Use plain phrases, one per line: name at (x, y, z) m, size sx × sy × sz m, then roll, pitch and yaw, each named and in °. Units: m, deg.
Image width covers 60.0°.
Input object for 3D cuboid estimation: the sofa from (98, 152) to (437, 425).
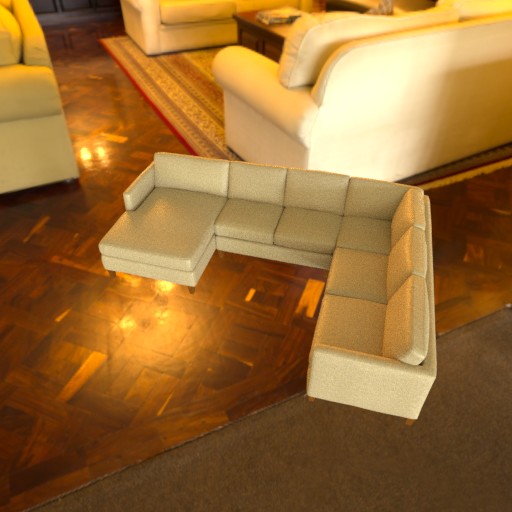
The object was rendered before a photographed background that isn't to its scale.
sofa at (0.000, 0.000, 4.671) m, size 3.460 × 0.961 × 2.594 m, roll 10°, pitch 41°, yaw 12°
